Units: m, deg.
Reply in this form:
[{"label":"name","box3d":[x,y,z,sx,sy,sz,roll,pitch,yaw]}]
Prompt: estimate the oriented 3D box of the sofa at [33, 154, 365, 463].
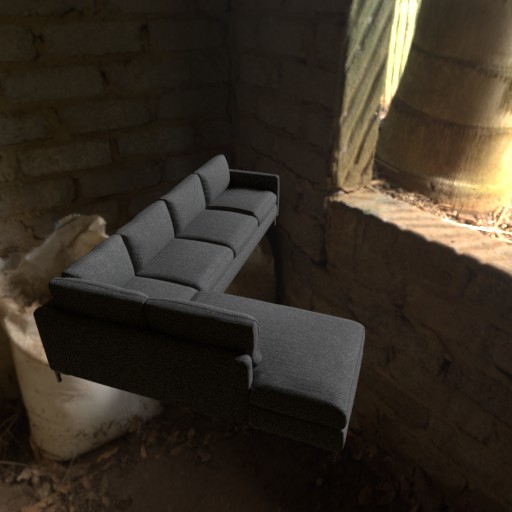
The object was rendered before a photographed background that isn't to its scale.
[{"label":"sofa","box3d":[0.000,0.000,3.781,2.007,0.815,2.949,10,32,16]}]
